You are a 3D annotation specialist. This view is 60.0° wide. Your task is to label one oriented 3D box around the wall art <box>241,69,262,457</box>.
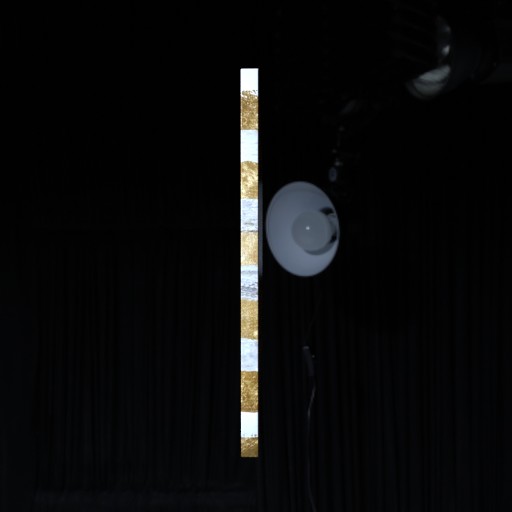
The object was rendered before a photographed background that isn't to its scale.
[{"bbox_3d":[0.000,0.000,1.161,0.027,0.610,0.932,0,2,1],"label":"wall art"}]
